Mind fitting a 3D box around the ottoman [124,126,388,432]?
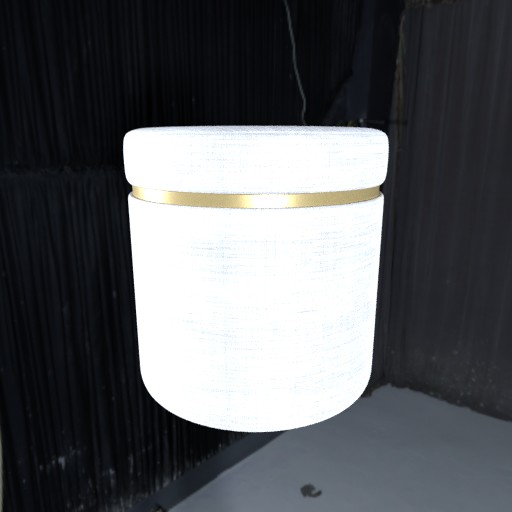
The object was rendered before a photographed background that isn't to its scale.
[{"bbox_3d":[0.000,0.000,0.739,0.400,0.406,0.400,0,14,0],"label":"ottoman"}]
